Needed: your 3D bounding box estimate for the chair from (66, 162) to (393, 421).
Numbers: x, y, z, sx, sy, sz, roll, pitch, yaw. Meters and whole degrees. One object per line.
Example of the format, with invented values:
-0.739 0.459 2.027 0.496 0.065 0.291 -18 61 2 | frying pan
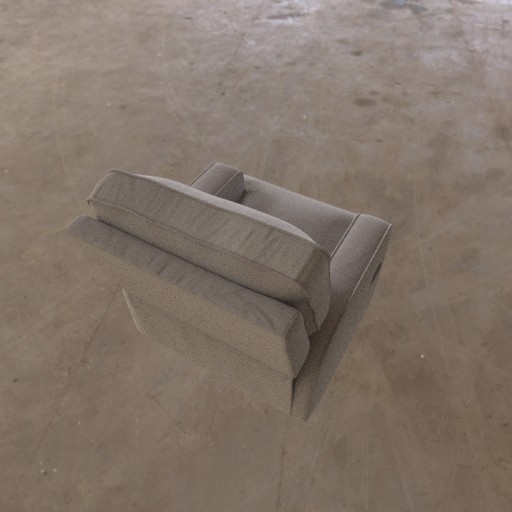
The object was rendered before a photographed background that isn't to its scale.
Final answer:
0.000 0.000 1.718 0.861 0.964 0.969 23 51 20 | chair
